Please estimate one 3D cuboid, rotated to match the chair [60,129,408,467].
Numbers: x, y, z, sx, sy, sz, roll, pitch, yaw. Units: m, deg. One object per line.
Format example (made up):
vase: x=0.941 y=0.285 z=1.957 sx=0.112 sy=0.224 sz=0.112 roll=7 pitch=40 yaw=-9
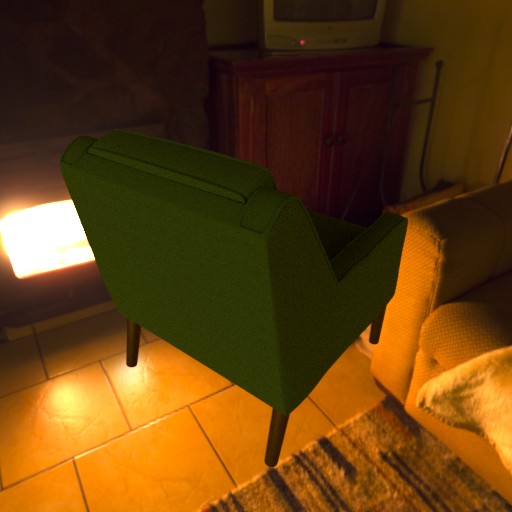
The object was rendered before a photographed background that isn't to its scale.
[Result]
chair: x=0.000 y=0.000 z=1.321 sx=0.663 sy=0.792 sz=0.743 roll=22 pitch=37 yaw=33
